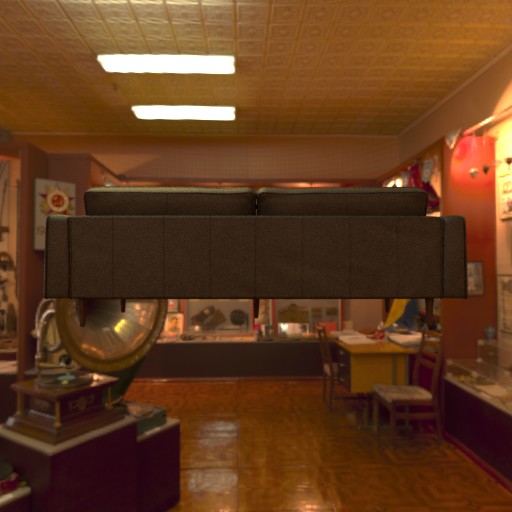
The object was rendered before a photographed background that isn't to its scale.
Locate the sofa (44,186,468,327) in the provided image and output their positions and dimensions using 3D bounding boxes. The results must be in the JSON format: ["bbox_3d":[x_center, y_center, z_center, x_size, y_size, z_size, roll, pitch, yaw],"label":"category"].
[{"bbox_3d":[0.000,0.000,2.708,2.210,0.762,0.914,0,-1,0],"label":"sofa"}]
